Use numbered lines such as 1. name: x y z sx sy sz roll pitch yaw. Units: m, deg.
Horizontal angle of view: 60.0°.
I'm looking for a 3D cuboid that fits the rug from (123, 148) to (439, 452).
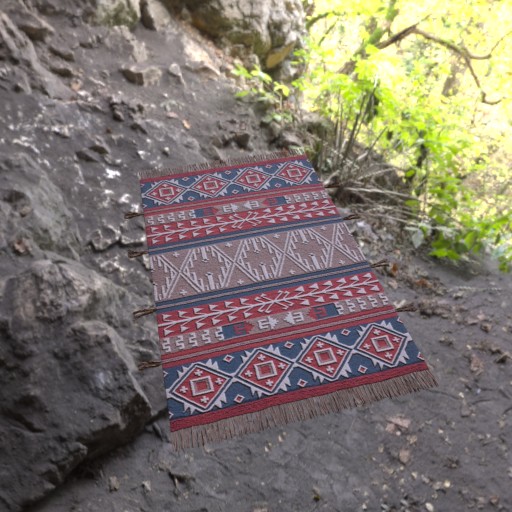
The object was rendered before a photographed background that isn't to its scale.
1. rug: 0.000 0.000 2.599 1.469 0.040 2.025 -10 48 -10
